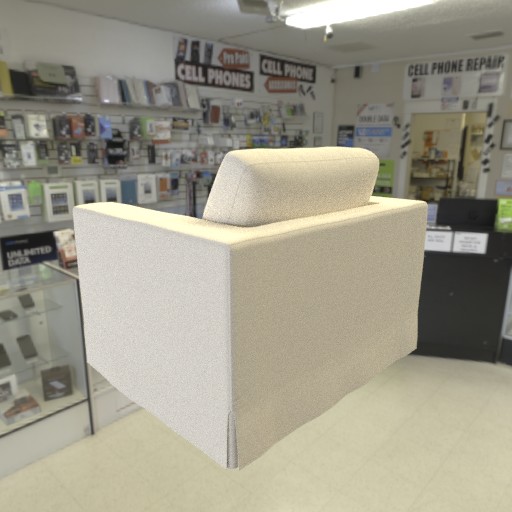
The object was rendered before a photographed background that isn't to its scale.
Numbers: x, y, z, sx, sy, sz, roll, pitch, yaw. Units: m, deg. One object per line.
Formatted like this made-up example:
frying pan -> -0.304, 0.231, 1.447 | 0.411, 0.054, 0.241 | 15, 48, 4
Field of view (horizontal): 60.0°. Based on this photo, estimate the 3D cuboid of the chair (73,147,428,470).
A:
chair -> 0.000, 0.000, 1.832 | 1.150, 0.878, 0.957 | -14, 20, -43
